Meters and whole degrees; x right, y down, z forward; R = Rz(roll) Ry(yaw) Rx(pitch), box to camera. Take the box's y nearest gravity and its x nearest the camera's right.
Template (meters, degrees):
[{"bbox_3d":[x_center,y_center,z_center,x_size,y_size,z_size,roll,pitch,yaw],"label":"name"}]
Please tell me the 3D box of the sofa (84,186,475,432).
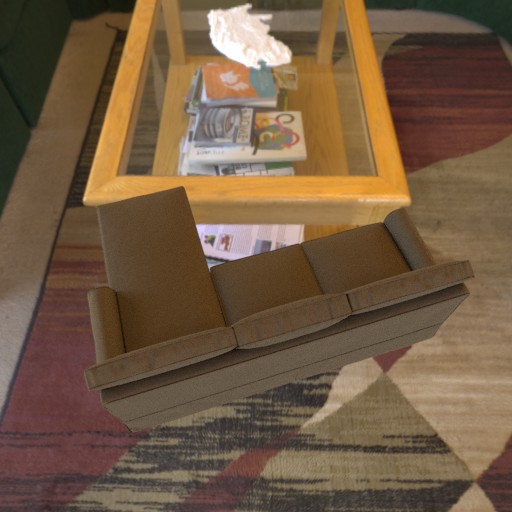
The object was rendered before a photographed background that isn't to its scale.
[{"bbox_3d":[0.000,0.000,3.348,2.475,0.978,1.733,-15,59,-9],"label":"sofa"}]
